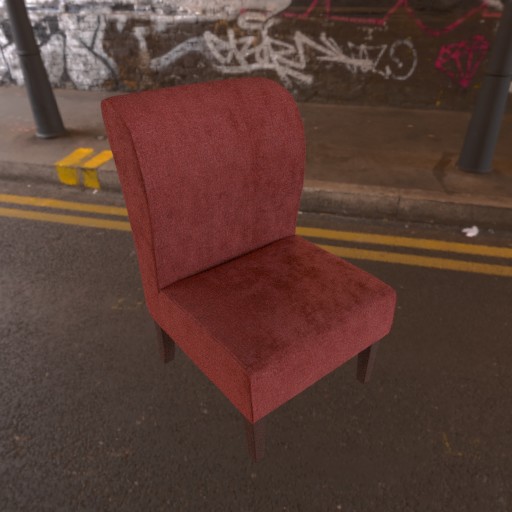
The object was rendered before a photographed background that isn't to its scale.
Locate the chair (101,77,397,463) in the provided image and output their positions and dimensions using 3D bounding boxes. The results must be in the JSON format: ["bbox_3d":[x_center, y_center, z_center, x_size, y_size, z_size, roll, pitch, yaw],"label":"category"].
[{"bbox_3d":[0.000,0.000,1.262,0.538,0.846,0.640,-22,38,-32],"label":"chair"}]
